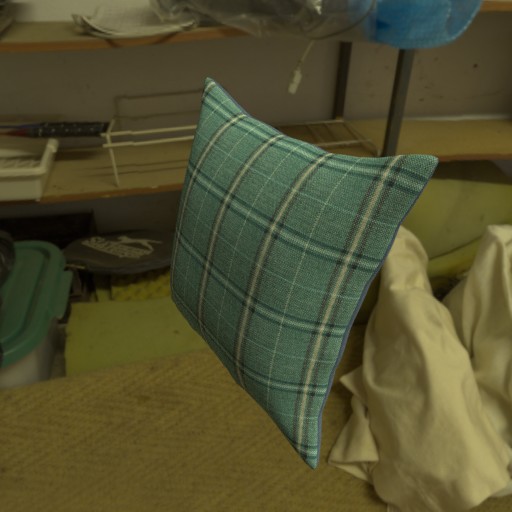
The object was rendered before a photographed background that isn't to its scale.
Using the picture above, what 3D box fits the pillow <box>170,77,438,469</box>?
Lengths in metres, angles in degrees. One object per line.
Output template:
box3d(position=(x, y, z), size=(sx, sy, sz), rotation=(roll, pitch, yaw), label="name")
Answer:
box3d(position=(0.000, 0.000, 0.674), size=(0.200, 0.430, 0.453), rotation=(-21, 39, -28), label="pillow")
